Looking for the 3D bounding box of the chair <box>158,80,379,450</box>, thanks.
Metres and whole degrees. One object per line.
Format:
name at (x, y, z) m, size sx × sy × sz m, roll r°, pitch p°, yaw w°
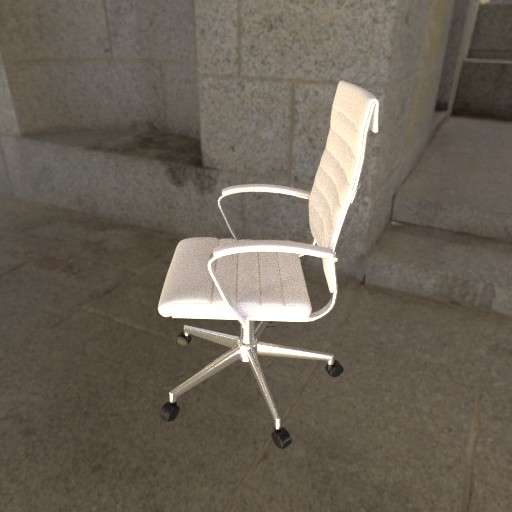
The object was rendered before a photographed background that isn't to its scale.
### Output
chair at (0.000, 0.000, 1.614) m, size 0.739 × 1.149 × 0.766 m, roll -1°, pitch 27°, yaw -1°
